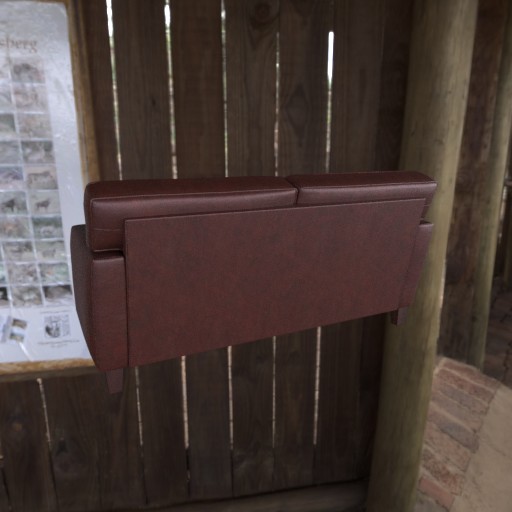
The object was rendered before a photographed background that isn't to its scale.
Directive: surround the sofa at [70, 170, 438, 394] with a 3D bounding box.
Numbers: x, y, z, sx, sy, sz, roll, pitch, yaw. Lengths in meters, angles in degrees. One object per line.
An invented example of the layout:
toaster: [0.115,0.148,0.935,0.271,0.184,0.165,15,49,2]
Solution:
sofa: [0.000,0.000,2.470,1.876,0.928,0.912,-7,16,-26]
